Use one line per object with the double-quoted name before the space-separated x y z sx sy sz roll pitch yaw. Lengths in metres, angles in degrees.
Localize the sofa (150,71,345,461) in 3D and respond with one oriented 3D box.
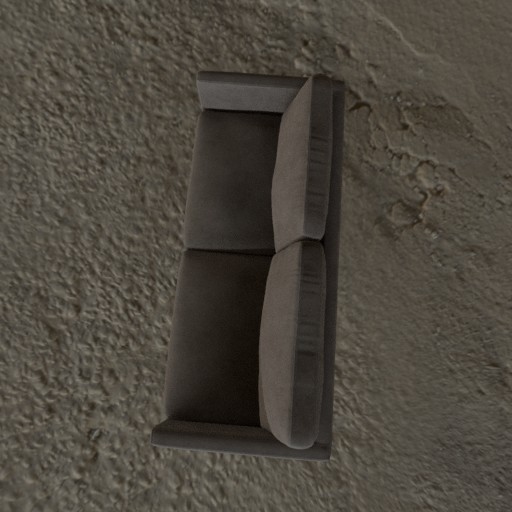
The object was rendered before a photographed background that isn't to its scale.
"sofa" 0.000 0.000 2.744 0.951 0.965 2.208 5 77 1
